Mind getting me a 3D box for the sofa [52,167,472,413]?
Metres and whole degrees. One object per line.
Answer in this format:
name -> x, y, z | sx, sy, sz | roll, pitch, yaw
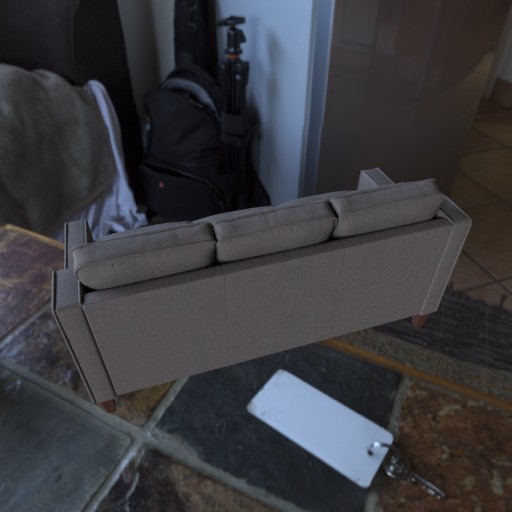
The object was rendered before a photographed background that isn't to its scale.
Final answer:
sofa -> 0.000, 0.000, 2.520 | 1.986, 0.974, 0.911 | -12, 42, -14
